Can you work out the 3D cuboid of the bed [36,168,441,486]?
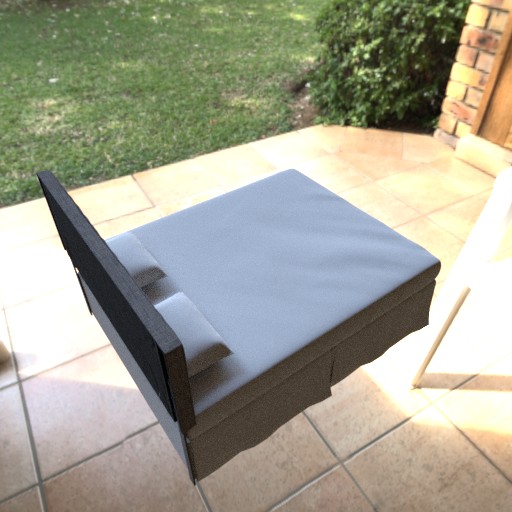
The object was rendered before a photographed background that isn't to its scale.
[{"bbox_3d":[0.000,0.000,2.867,1.958,1.168,1.621,-26,47,-27],"label":"bed"}]
